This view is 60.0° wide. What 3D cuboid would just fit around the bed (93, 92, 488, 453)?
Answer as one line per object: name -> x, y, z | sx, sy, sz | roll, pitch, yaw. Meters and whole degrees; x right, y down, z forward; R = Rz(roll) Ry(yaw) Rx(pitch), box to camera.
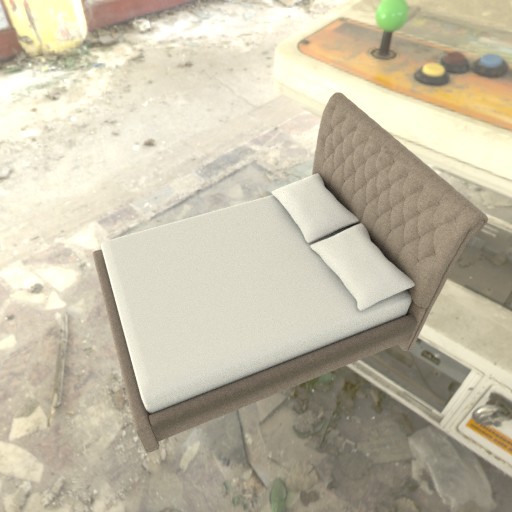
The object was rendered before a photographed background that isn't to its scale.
bed -> 0.000, 0.000, 3.254 | 2.252, 1.371, 1.645 | -17, 49, -16
